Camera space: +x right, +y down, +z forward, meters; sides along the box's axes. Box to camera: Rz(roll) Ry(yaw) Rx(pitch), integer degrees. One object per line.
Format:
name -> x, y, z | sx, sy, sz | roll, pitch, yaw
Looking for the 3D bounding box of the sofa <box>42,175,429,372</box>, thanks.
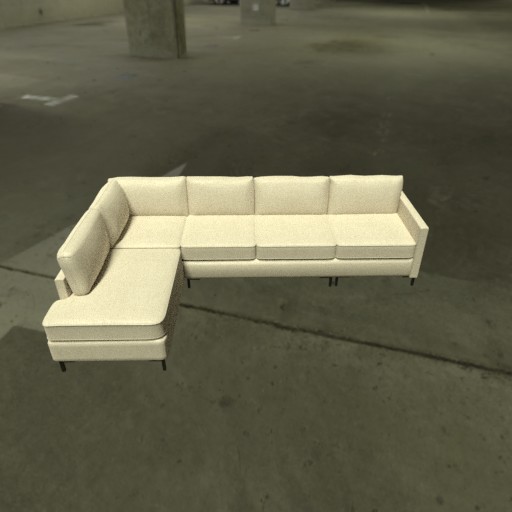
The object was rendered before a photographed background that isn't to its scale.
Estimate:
sofa -> 0.000, 0.000, 4.322 | 3.384, 0.996, 2.048 | -1, 33, -1
